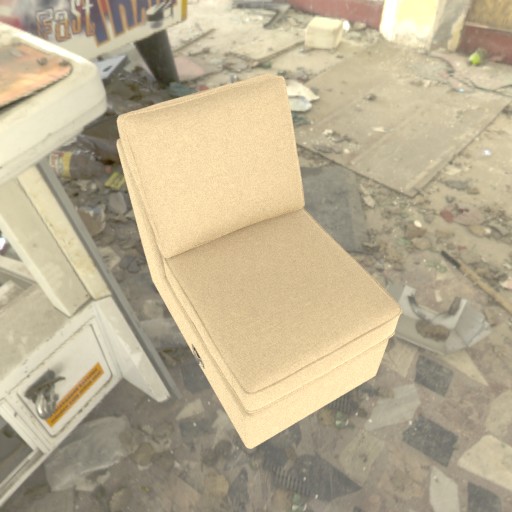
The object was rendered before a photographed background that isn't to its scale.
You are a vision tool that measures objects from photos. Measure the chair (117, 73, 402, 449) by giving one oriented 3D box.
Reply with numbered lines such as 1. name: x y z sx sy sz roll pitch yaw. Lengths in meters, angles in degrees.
1. chair: 0.000 0.000 1.617 0.621 0.970 0.938 -23 50 -20
